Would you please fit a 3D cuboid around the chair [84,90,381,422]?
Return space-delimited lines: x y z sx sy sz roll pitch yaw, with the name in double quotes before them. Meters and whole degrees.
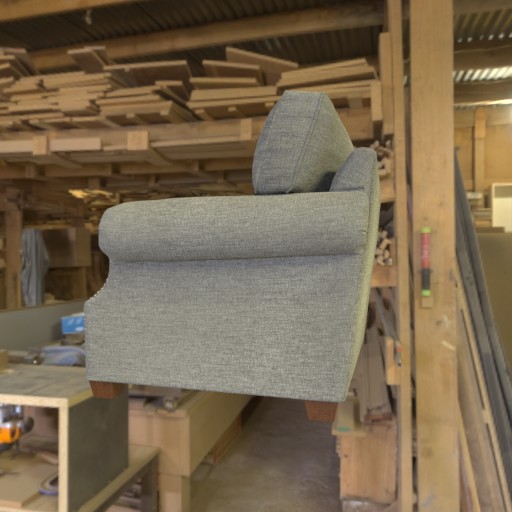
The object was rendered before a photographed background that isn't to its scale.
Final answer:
"chair" 0.000 0.000 1.797 0.965 0.961 1.092 0 0 17
